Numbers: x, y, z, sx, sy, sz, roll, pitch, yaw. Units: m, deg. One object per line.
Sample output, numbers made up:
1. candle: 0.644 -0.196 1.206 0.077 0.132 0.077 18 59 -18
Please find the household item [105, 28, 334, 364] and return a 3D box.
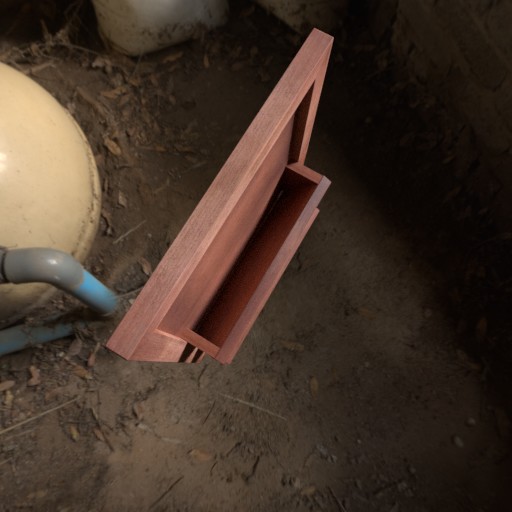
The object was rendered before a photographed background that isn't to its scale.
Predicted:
1. household item: 0.000 0.000 0.539 0.067 0.407 0.310 30 78 7
